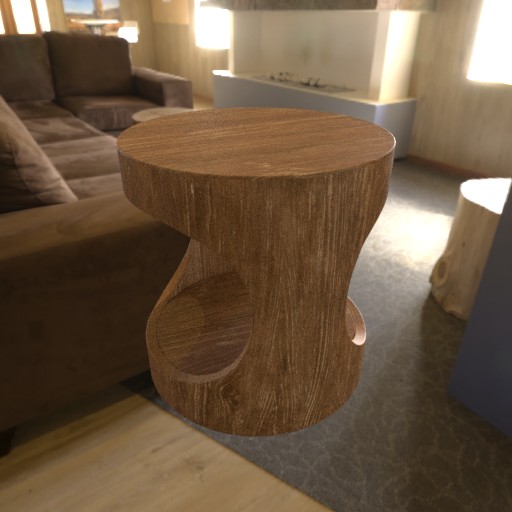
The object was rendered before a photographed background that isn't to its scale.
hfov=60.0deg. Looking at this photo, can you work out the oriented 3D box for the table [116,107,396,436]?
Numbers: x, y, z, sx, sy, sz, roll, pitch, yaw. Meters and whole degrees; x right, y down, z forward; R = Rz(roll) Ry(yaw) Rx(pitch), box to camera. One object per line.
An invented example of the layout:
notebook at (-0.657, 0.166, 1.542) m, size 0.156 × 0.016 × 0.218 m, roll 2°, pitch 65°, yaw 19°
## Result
table at (0.000, 0.000, 0.999) m, size 0.527 × 0.551 × 0.527 m, roll 0°, pitch 29°, yaw 0°
